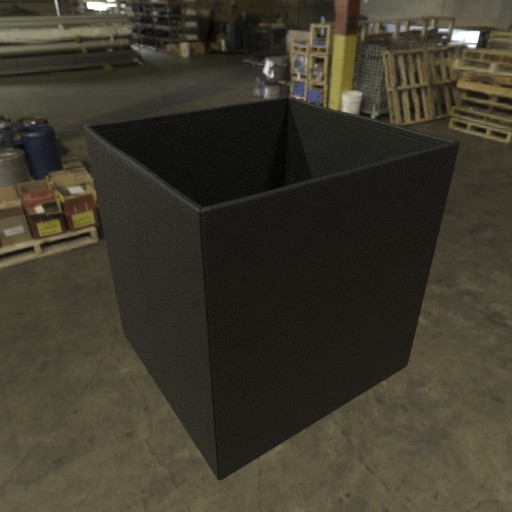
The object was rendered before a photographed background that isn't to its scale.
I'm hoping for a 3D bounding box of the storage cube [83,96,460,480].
[{"bbox_3d":[0.000,0.000,0.499,0.270,0.280,0.270,-19,35,-29],"label":"storage cube"}]
